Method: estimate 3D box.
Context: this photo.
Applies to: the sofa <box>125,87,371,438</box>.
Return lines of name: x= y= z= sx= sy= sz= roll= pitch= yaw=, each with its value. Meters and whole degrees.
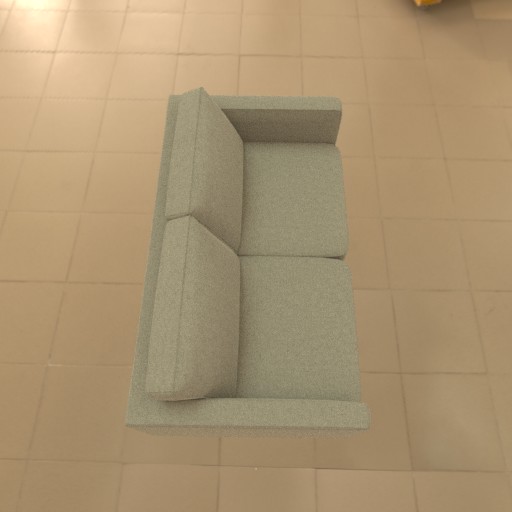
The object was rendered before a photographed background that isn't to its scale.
sofa: x=0.000 y=0.000 z=2.322 sx=1.000 sy=0.900 sz=1.731 roll=1 pitch=64 yaw=0
